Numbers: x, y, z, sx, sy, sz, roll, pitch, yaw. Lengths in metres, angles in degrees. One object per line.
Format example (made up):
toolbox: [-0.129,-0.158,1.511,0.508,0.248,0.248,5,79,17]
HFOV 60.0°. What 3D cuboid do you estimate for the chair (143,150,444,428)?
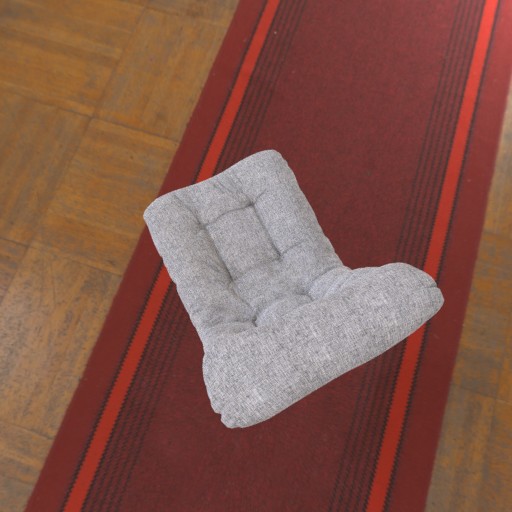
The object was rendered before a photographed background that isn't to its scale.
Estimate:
chair: [0.000,0.000,0.985,0.400,0.600,0.583,-26,76,-7]
